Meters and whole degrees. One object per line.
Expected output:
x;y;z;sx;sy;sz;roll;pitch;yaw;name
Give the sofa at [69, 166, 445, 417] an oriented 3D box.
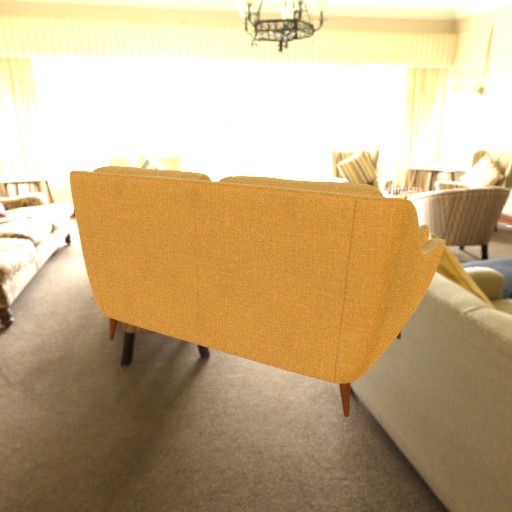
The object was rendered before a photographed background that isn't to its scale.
0.000;0.000;2.223;1.652;0.888;0.965;10;20;28;sofa
